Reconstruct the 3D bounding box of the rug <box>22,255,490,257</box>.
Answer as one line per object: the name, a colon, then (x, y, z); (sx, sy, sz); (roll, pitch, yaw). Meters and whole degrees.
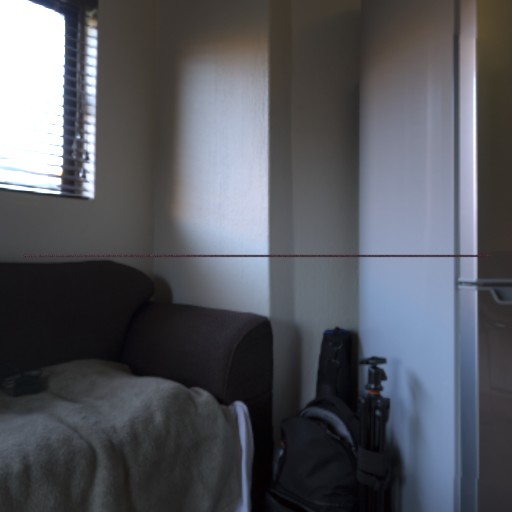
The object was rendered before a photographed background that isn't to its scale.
rug: (0.000, 0.000, 2.892); (2.210, 0.011, 1.599); (0, 0, 0)
